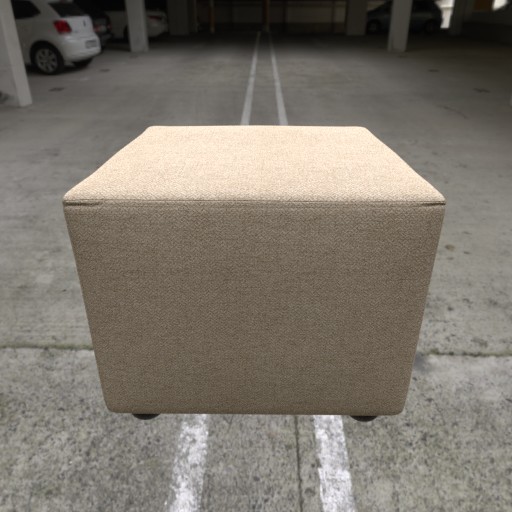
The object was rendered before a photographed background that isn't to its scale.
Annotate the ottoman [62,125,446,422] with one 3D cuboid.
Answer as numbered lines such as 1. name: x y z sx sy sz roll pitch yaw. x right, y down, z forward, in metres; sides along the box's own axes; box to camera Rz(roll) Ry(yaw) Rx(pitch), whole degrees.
1. ottoman: 0.000 0.000 0.868 0.508 0.432 0.508 0 27 1
